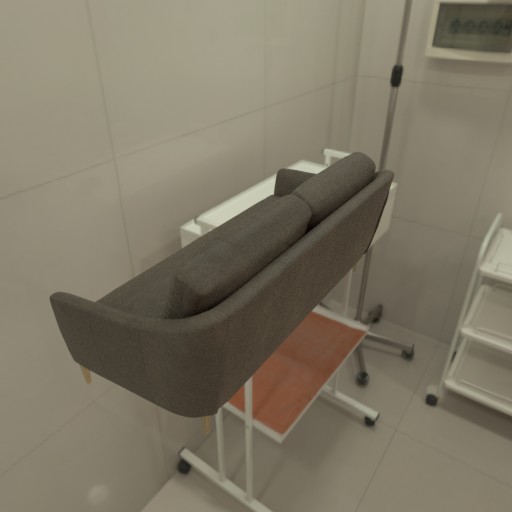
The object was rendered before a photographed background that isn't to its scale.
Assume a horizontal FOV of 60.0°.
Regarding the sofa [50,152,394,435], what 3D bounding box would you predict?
[{"bbox_3d":[0.000,0.000,2.589,0.960,0.902,2.036,20,36,29],"label":"sofa"}]
